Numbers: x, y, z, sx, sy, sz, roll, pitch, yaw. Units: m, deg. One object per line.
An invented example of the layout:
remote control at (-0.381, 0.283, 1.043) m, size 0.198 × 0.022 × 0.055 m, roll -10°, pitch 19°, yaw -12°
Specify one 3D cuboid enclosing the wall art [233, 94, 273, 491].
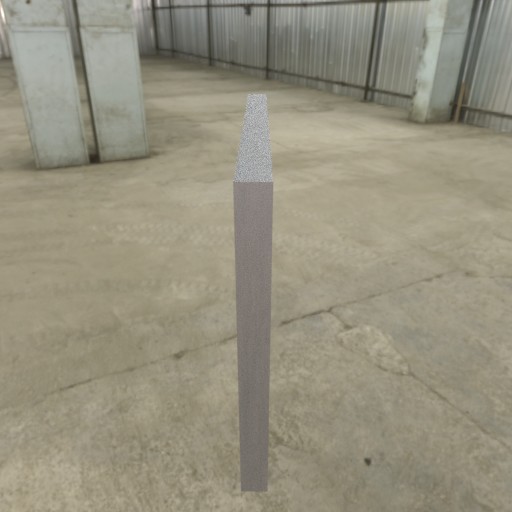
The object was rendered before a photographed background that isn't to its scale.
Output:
wall art at (0.000, 0.000, 0.761) m, size 0.037 × 0.450 × 0.557 m, roll 0°, pitch 28°, yaw 0°
